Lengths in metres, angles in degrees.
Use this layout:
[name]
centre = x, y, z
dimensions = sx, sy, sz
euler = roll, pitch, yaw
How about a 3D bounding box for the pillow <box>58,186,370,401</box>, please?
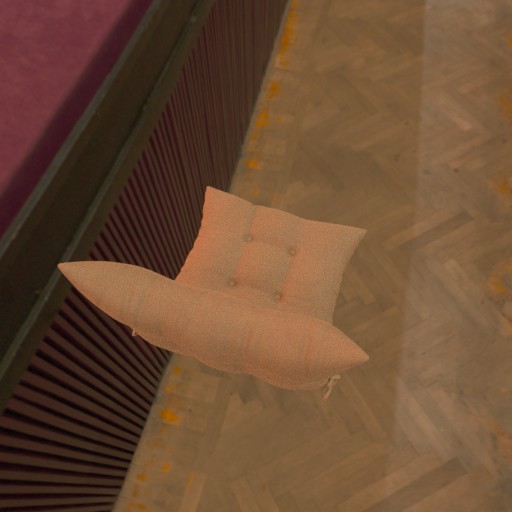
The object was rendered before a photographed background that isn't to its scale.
[pillow]
centre = 0.000, 0.000, 1.012
dimensions = 0.541, 0.536, 0.585
euler = 16, 63, 8
